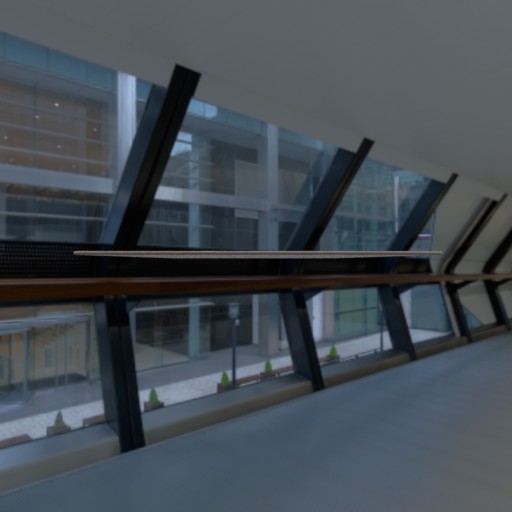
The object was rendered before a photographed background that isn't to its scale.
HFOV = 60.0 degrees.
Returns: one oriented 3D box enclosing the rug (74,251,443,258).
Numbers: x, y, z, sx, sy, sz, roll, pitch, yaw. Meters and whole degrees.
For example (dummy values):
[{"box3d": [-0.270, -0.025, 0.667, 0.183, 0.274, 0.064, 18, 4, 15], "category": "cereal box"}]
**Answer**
[{"box3d": [0.000, 0.000, 2.107, 1.066, 0.011, 1.677, 0, -1, -1], "category": "rug"}]
